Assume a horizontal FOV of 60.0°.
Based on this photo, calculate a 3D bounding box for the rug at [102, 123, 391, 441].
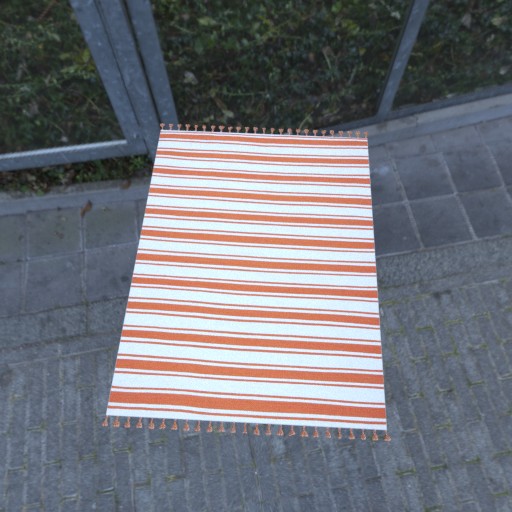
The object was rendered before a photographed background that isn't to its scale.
[{"bbox_3d":[0.000,0.000,4.487,2.451,0.035,3.369,3,64,1],"label":"rug"}]
